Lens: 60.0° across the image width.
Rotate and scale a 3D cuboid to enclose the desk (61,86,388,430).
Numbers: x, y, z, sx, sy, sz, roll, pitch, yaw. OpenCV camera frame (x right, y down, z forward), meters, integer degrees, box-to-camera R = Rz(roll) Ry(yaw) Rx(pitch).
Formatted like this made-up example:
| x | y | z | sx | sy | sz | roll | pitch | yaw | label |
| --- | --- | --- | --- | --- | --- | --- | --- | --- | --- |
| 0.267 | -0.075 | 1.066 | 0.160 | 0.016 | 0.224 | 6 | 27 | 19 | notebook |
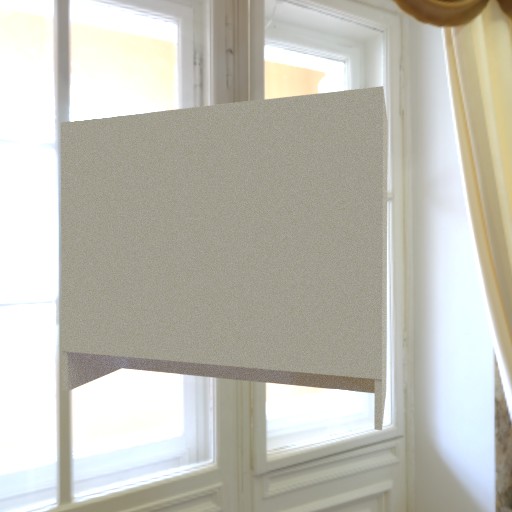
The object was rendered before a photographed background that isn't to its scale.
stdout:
| x | y | z | sx | sy | sz | roll | pitch | yaw | label |
| --- | --- | --- | --- | --- | --- | --- | --- | --- | --- |
| 0.000 | 0.000 | 1.638 | 0.940 | 0.818 | 0.926 | 0 | 1 | 18 | desk |
